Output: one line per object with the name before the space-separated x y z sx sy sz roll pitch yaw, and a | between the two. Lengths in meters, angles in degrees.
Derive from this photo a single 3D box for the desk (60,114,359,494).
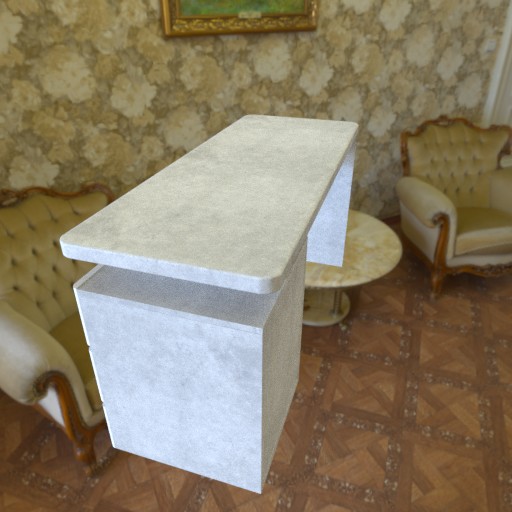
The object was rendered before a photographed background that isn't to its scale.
desk | 0.000 0.000 1.732 0.550 0.755 1.400 9 31 16
